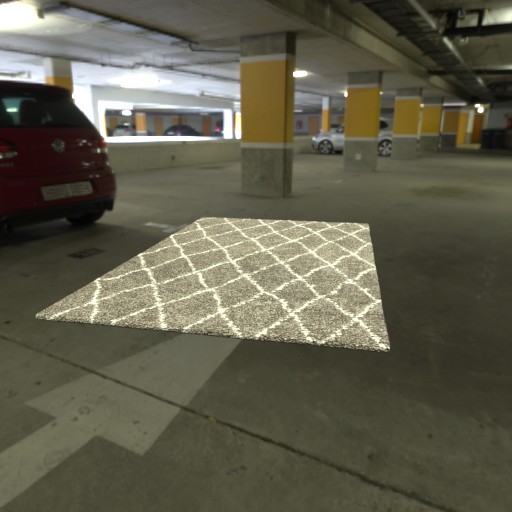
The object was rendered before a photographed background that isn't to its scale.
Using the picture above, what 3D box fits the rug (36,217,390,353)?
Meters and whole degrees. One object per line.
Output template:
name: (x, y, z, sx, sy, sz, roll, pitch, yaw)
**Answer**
rug: (0.000, 0.000, 3.408, 1.778, 0.030, 2.743, 3, 16, 11)
